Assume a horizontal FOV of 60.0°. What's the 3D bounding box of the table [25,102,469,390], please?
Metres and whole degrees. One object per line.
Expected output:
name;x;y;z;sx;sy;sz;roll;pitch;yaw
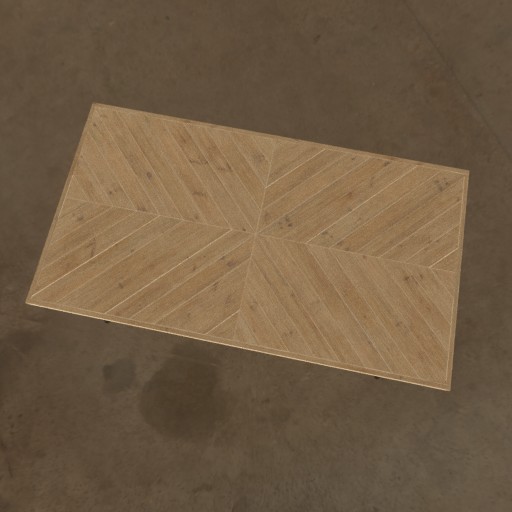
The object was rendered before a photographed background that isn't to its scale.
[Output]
table;0.000;0.000;2.332;1.803;0.762;0.991;11;75;3
